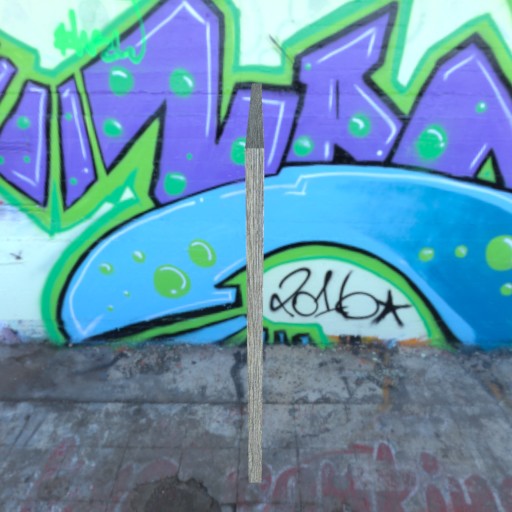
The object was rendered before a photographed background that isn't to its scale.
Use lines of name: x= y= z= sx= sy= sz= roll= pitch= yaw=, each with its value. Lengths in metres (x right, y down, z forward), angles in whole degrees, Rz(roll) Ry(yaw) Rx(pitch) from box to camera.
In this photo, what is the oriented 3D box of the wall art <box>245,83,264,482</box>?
wall art: x=0.000 y=0.000 z=0.777 sx=0.019 sy=0.508 sz=0.508 roll=0 pitch=28 yaw=0
